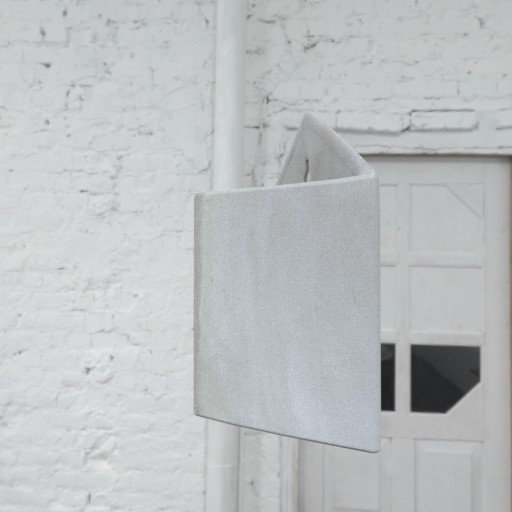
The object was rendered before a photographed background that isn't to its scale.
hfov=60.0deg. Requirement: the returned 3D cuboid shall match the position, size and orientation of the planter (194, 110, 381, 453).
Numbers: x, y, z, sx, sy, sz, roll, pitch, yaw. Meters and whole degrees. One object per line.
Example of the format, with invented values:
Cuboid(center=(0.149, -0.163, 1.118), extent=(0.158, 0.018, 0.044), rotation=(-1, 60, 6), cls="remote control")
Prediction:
Cuboid(center=(0.000, 0.000, 0.283), extent=(0.080, 0.194, 0.163), rotation=(0, -1, -18), cls="planter")
